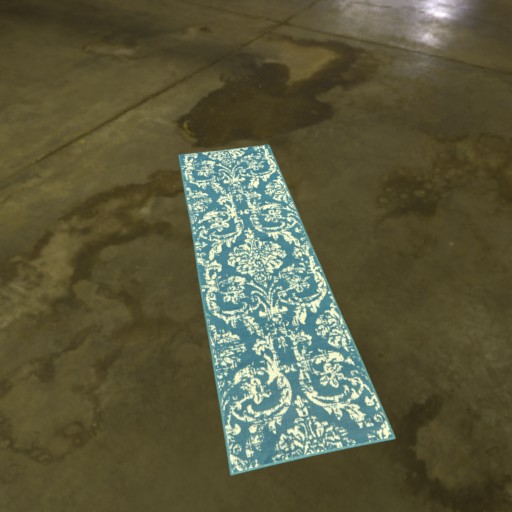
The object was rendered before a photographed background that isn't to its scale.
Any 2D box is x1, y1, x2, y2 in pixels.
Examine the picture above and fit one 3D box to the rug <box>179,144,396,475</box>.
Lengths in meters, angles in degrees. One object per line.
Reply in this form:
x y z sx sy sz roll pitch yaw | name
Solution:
0.000 0.000 2.447 0.662 0.011 2.196 -9 46 -8 | rug
